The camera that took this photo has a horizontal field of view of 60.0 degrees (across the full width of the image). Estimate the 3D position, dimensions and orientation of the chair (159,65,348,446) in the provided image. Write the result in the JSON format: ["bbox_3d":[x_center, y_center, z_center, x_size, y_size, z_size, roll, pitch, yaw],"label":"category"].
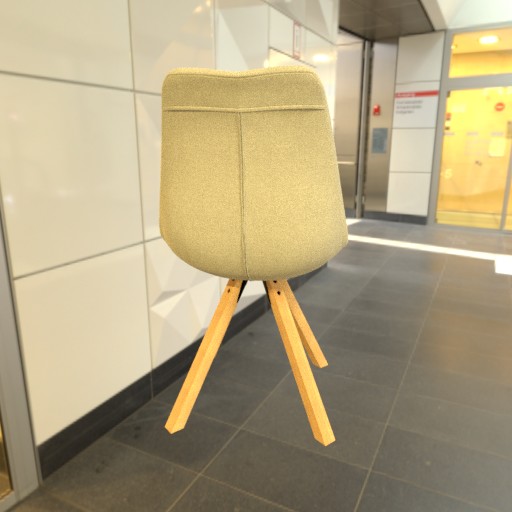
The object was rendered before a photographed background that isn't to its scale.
[{"bbox_3d":[0.000,0.000,1.184,0.474,0.863,0.549,2,14,7],"label":"chair"}]
